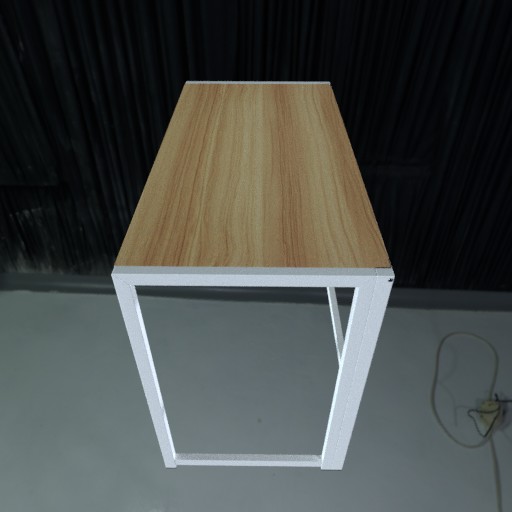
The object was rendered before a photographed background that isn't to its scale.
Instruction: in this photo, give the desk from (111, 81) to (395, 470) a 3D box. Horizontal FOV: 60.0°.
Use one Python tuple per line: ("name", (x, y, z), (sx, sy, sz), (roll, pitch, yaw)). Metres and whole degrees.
("desk", (0.000, 0.000, 1.423), (0.508, 0.762, 1.016), (0, 40, 1))
